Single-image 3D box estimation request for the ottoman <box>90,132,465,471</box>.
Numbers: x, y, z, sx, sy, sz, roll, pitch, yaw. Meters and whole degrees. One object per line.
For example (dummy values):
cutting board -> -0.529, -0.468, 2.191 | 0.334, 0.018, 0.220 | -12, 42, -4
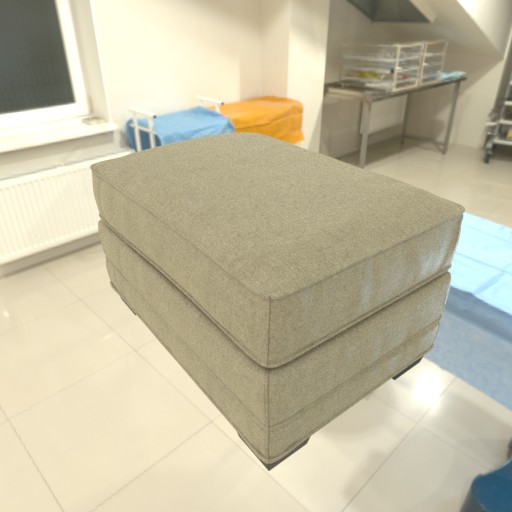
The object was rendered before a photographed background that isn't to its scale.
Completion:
ottoman -> 0.000, 0.000, 1.221 | 0.611, 0.508, 0.848 | -21, 36, -32
